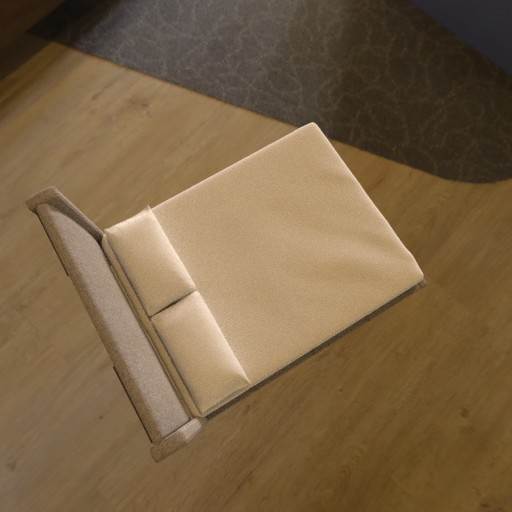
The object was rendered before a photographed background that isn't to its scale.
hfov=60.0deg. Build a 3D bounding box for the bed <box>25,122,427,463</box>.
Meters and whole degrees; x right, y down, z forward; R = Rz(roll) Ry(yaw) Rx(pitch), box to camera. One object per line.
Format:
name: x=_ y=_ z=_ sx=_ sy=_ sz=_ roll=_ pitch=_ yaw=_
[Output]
bed: x=0.000 y=0.000 z=3.329 sx=2.245 sy=1.476 sz=1.714 roll=-30 pitch=77 yaw=-8
